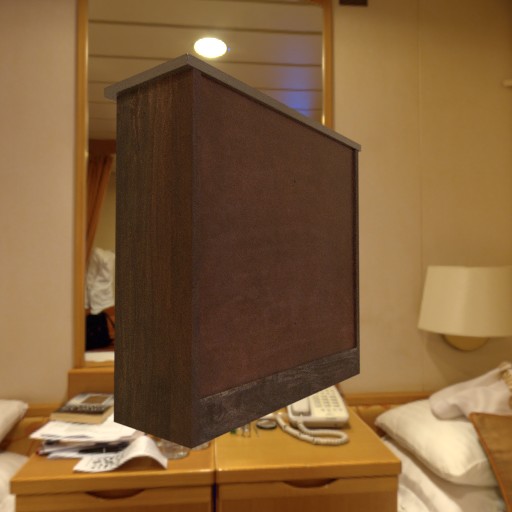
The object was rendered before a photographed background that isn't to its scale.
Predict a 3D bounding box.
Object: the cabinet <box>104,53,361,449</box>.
[{"bbox_3d":[0.000,0.000,1.506,0.338,0.919,0.968,-1,-2,37],"label":"cabinet"}]
